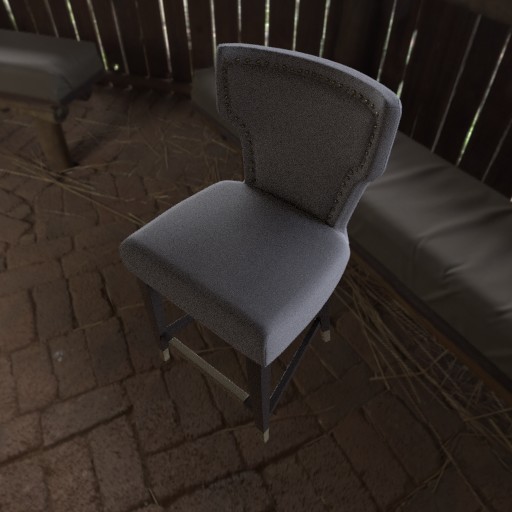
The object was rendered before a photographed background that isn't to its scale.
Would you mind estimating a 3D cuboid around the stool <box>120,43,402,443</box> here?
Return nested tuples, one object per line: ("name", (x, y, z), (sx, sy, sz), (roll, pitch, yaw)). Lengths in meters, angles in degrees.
("stool", (0.000, 0.000, 1.291), (0.527, 0.982, 0.563), (31, 53, 26))
